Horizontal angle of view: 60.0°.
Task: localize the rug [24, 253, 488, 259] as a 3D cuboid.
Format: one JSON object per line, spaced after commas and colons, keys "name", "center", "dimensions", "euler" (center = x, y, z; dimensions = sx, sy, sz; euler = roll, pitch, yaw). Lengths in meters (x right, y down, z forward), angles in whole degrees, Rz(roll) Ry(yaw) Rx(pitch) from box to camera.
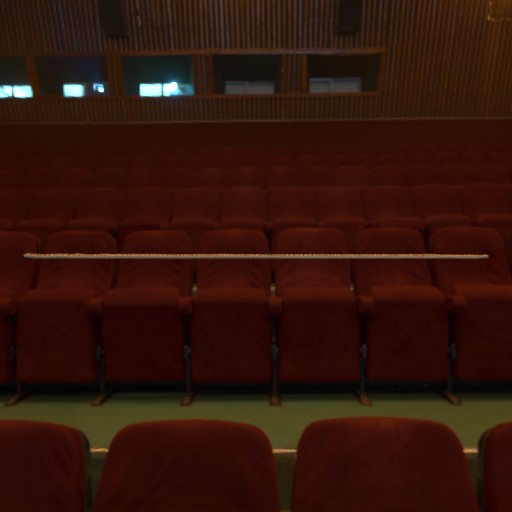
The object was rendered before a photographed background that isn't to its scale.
{"name": "rug", "center": [0.000, 0.000, 3.074], "dimensions": [2.438, 0.034, 1.521], "euler": [0, 0, 0]}
